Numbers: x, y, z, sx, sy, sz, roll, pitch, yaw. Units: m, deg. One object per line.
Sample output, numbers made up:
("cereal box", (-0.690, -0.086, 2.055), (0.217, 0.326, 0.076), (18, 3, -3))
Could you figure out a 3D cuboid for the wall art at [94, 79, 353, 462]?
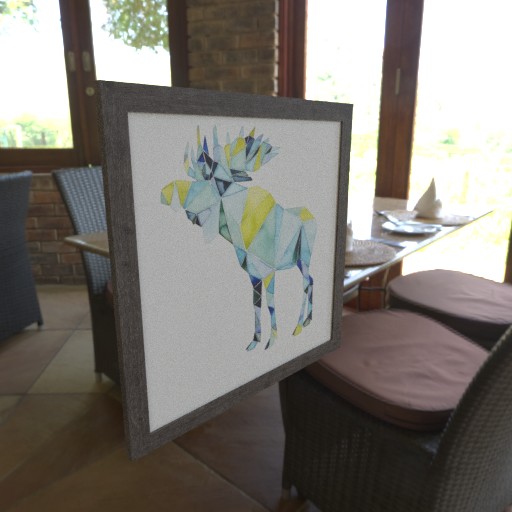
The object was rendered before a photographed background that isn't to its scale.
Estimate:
("wall art", (0.000, 0.000, 0.667), (0.457, 0.457, 0.013), (-14, 20, -43))
